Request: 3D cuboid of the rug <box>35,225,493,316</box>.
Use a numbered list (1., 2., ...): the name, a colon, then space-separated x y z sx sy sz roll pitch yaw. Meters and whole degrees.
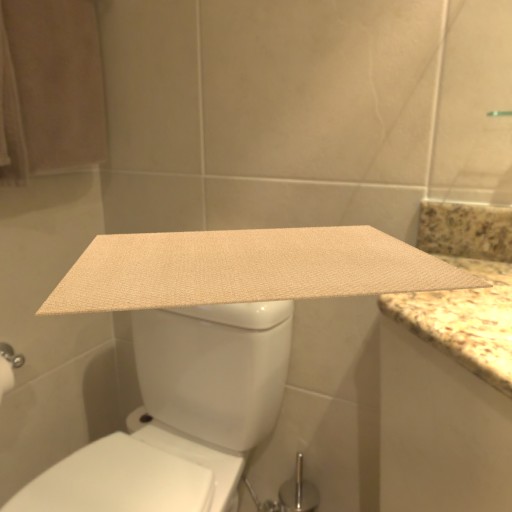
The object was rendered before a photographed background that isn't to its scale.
1. rug: 0.000 0.000 2.756 2.144 0.013 1.509 -3 16 -9
